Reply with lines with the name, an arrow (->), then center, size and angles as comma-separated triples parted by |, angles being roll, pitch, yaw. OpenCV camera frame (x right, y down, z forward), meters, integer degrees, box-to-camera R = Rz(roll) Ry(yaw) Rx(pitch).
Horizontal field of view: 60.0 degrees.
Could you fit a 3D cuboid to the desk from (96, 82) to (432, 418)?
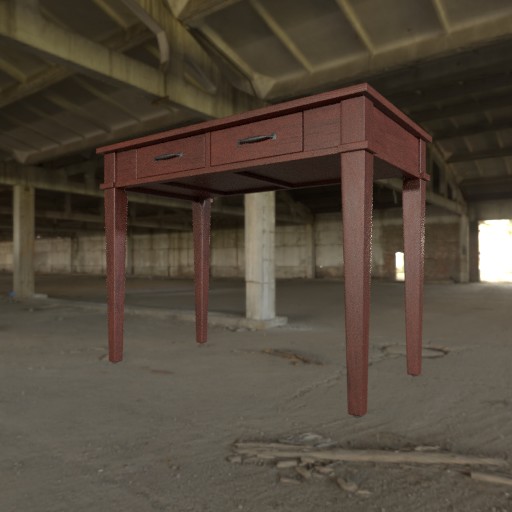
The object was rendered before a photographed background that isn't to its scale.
desk -> 0.000, 0.000, 1.494 | 1.001, 0.762, 0.549 | 0, 0, 36
